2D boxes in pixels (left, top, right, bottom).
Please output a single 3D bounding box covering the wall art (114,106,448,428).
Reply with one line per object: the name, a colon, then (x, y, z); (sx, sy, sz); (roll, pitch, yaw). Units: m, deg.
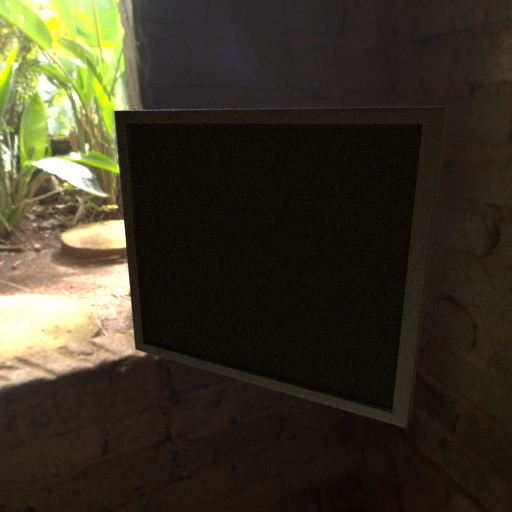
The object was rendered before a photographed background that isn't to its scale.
wall art: (0.000, 0.000, 0.524); (0.380, 0.330, 0.028); (8, 19, 26)
